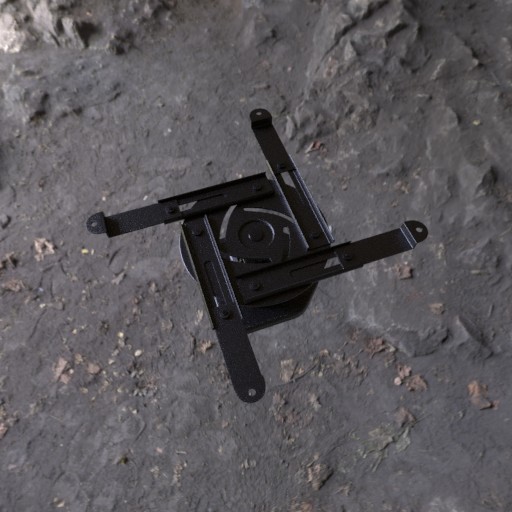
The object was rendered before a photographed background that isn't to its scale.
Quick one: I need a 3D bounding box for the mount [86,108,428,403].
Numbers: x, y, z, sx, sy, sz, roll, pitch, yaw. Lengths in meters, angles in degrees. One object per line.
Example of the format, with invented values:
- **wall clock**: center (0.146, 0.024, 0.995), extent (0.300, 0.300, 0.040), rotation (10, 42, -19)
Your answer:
- **mount**: center (0.000, 0.000, 0.603), extent (0.394, 0.141, 0.394), rotation (-17, 61, -10)
